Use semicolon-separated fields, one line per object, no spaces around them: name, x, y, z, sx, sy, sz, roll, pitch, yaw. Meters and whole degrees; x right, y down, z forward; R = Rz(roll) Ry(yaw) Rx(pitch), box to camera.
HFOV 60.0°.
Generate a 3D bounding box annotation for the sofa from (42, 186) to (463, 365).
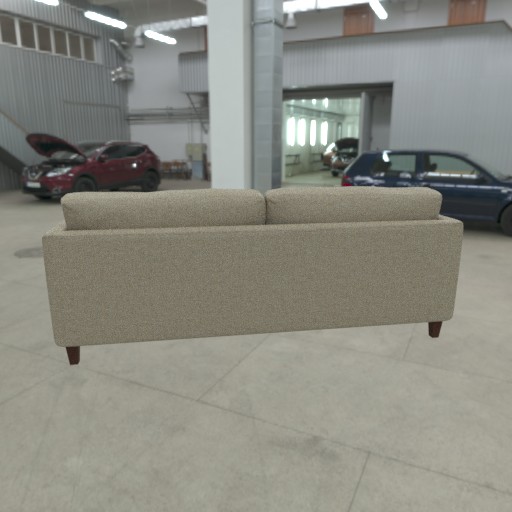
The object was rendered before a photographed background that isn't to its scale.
sofa;0.000;0.000;2.990;2.434;0.965;0.951;-2;15;-9
